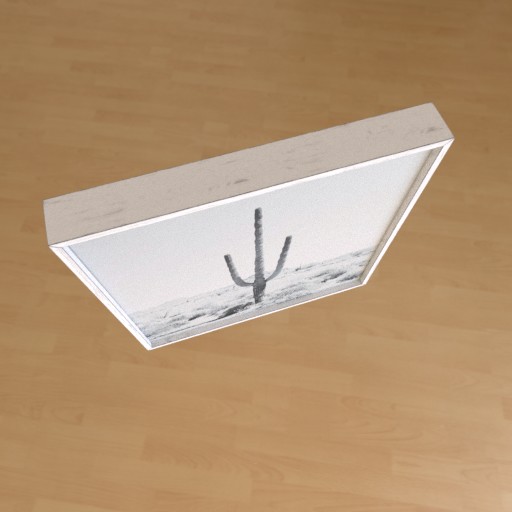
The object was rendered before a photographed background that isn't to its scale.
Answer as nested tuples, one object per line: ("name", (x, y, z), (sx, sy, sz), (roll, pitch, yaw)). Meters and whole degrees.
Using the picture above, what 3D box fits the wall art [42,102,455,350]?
("wall art", (0.000, 0.000, 0.462), (0.305, 0.305, 0.038), (-16, 66, -7))
